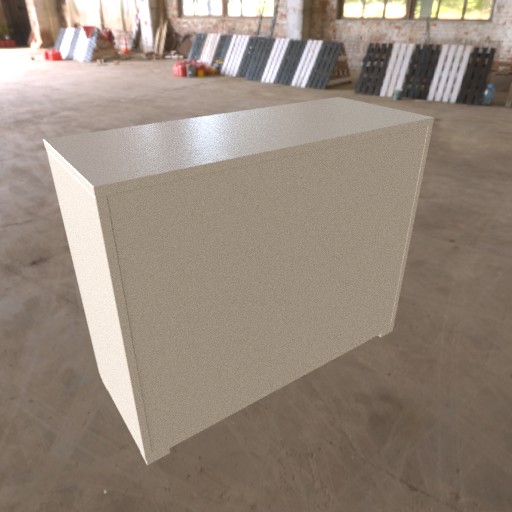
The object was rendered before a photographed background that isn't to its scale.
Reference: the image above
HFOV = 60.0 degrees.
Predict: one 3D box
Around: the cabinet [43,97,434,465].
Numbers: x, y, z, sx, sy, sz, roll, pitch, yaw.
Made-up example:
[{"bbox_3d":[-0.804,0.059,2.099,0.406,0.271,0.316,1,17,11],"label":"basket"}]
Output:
[{"bbox_3d":[0.000,0.000,1.395,1.000,0.800,0.400,-19,35,-30],"label":"cabinet"}]
